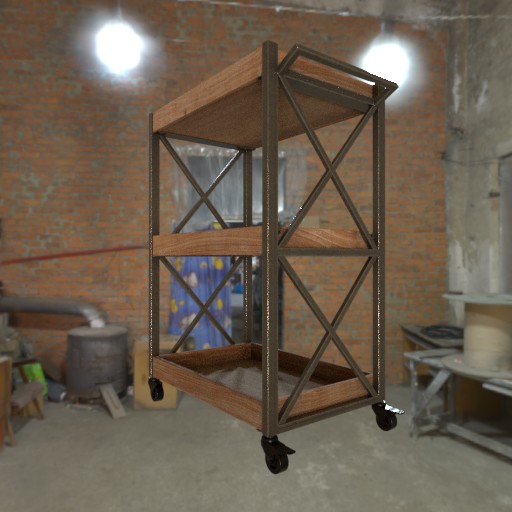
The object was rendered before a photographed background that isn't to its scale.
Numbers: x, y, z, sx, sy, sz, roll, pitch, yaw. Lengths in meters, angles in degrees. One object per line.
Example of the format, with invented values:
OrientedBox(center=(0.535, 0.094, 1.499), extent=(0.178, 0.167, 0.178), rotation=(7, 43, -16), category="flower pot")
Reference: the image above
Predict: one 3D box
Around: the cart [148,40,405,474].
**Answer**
OrientedBox(center=(0.000, 0.000, 1.190), extent=(0.377, 0.835, 0.673), rotation=(0, 0, -37), category="cart")
